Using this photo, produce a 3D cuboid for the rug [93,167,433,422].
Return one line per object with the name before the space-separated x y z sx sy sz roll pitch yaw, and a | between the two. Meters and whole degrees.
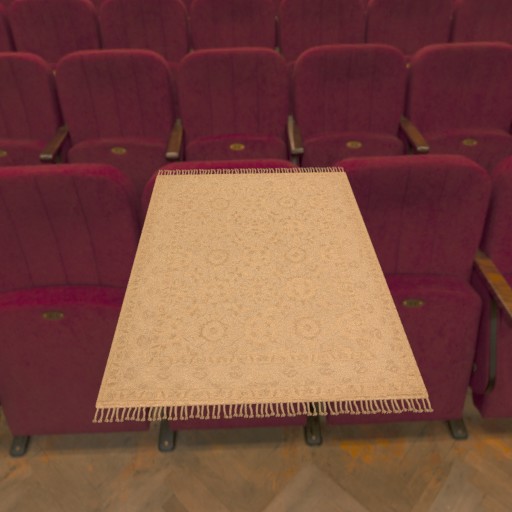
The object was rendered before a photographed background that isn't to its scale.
rug | 0.000 0.000 2.255 1.223 0.015 1.771 -1 40 -1
